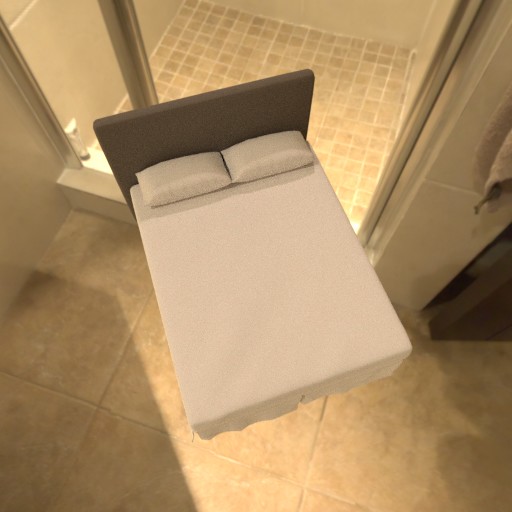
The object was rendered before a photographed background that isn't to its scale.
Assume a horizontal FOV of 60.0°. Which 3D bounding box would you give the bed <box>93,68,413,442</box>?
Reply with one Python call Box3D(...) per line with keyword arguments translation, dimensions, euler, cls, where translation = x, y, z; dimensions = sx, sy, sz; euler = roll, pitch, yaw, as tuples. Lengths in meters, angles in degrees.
Box3D(translation=(0.000, 0.000, 3.317), dimensions=(1.723, 1.330, 2.142), euler=(-17, 64, -8), cls="bed")
